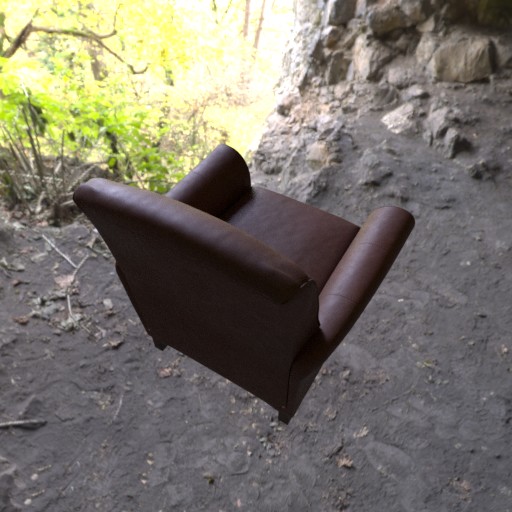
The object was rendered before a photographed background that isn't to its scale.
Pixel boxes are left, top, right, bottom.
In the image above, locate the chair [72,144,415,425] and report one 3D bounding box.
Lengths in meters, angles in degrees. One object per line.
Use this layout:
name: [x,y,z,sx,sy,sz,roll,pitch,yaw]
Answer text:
chair: [0.000,0.000,1.760,0.978,1.061,0.902,24,52,20]
